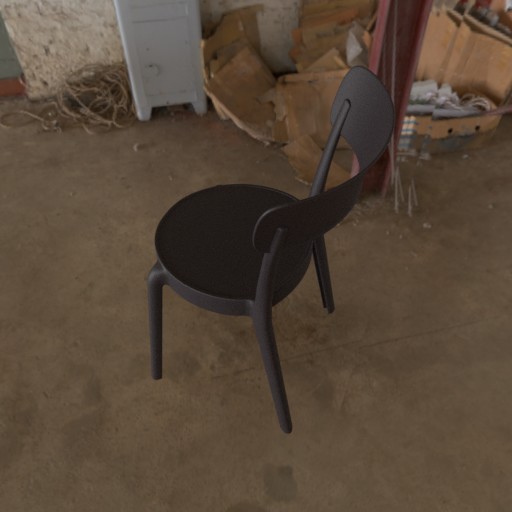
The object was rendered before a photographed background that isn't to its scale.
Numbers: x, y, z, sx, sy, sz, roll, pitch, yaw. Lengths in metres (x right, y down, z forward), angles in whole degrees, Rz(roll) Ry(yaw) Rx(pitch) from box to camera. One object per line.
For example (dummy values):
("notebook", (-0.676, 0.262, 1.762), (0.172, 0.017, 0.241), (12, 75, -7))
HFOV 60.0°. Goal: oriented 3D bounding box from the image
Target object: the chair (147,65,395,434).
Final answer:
("chair", (0.000, 0.000, 1.089), (0.491, 0.790, 0.506), (16, 49, 15))
